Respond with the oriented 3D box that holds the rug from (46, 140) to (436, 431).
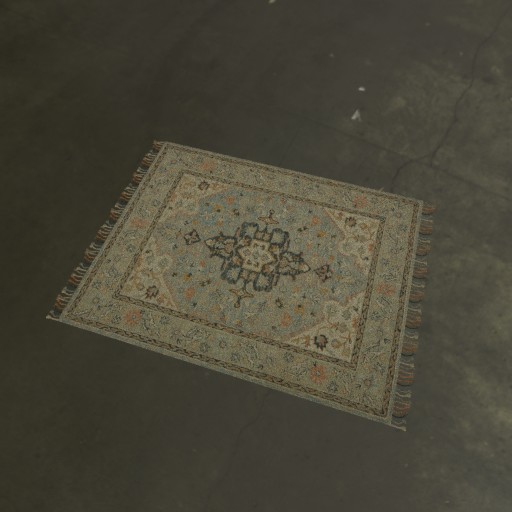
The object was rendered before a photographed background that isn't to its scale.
[{"bbox_3d":[0.000,0.000,4.309,3.221,0.011,2.379,15,59,9],"label":"rug"}]
